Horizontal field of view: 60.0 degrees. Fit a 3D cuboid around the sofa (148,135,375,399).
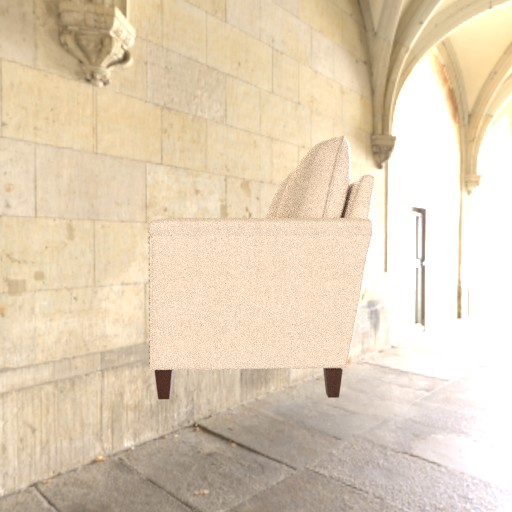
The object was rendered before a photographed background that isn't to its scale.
[{"bbox_3d":[0.000,0.000,2.468,0.828,0.961,1.925,0,1,-2],"label":"sofa"}]
